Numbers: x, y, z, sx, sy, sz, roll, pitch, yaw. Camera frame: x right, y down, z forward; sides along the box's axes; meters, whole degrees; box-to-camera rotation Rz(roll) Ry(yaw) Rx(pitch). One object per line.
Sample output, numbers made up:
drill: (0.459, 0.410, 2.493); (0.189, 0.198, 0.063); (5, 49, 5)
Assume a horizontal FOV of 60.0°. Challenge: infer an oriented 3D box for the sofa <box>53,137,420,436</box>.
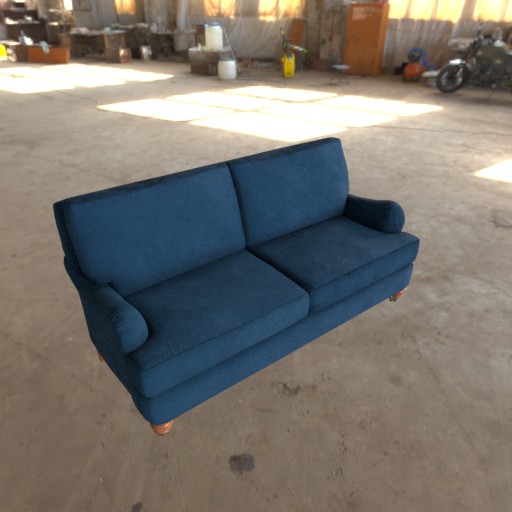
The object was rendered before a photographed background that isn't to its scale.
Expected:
sofa: (0.000, 0.000, 2.854); (2.141, 1.101, 1.084); (-21, 36, -32)
